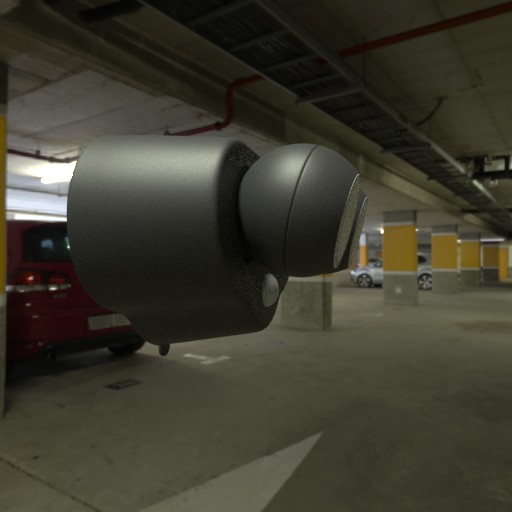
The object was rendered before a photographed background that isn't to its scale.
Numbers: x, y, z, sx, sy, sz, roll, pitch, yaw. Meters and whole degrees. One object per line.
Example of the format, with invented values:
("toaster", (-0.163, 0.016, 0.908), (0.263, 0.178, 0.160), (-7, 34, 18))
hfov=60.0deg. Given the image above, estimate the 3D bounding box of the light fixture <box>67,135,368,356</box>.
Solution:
("light fixture", (0.000, 0.000, 0.334), (0.159, 0.159, 0.229), (0, -1, 17))
